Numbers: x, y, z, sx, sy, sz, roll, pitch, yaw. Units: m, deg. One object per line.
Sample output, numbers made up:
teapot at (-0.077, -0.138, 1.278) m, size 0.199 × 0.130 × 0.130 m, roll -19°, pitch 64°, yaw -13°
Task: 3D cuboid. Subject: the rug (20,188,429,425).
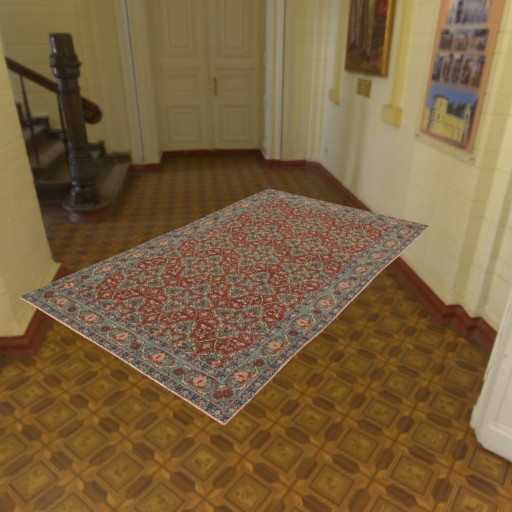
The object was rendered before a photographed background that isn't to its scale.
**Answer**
rug at (0.000, 0.000, 2.970) m, size 1.533 × 0.011 × 2.439 m, roll 19°, pitch 32°, yaw 32°
